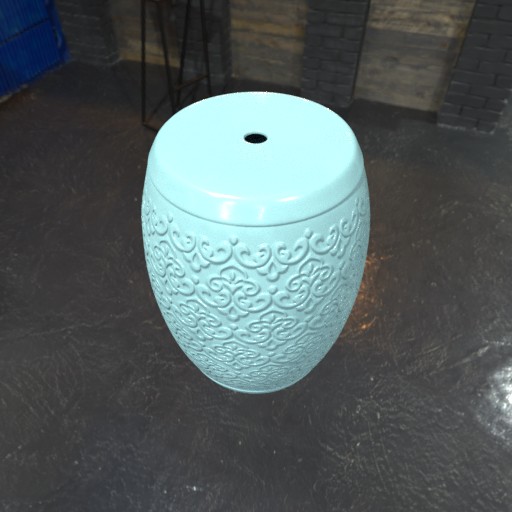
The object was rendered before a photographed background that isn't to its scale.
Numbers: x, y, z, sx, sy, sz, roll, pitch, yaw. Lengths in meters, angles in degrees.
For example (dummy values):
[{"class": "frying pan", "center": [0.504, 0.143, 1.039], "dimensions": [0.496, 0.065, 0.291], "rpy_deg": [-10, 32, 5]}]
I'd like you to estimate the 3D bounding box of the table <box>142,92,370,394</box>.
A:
[{"class": "table", "center": [0.000, 0.000, 0.651], "dimensions": [0.309, 0.397, 0.309], "rpy_deg": [0, 46, 0]}]
